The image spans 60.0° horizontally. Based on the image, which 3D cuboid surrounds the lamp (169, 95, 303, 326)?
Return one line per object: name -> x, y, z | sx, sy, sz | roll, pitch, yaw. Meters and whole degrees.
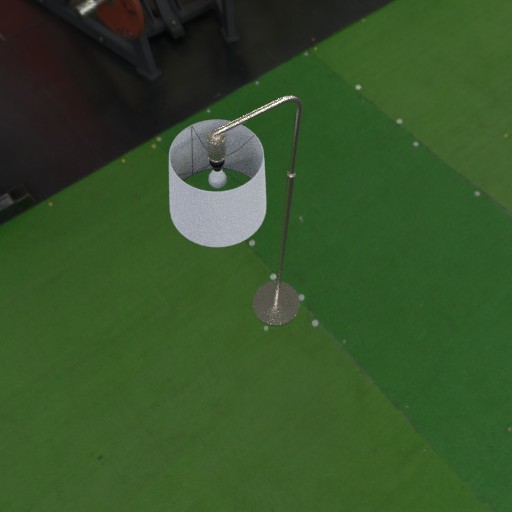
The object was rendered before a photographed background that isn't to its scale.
lamp -> 0.000, 0.000, 1.634 | 0.508, 1.478, 0.254 | -34, 69, -15
